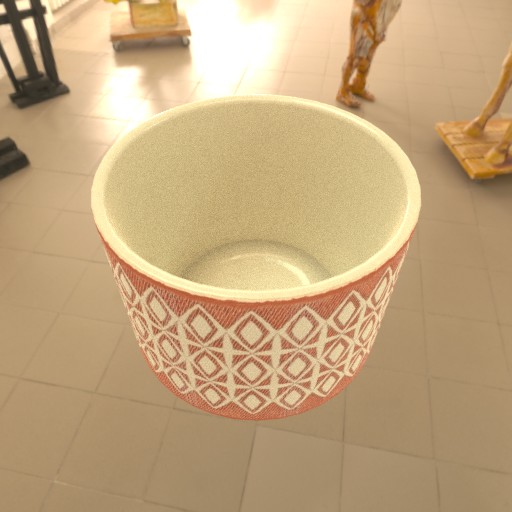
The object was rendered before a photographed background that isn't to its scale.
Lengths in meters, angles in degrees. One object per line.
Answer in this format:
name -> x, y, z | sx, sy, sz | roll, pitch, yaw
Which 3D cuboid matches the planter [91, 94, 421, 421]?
planter -> 0.000, 0.000, 0.318 | 0.192, 0.148, 0.192 | 0, 47, 0
